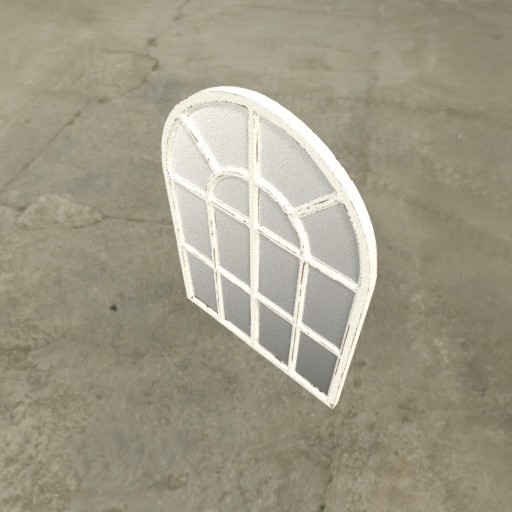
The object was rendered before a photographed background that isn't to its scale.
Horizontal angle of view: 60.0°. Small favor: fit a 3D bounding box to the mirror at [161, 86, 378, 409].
[{"bbox_3d":[0.000,0.000,1.195,0.660,0.920,0.032,33,56,26],"label":"mirror"}]
